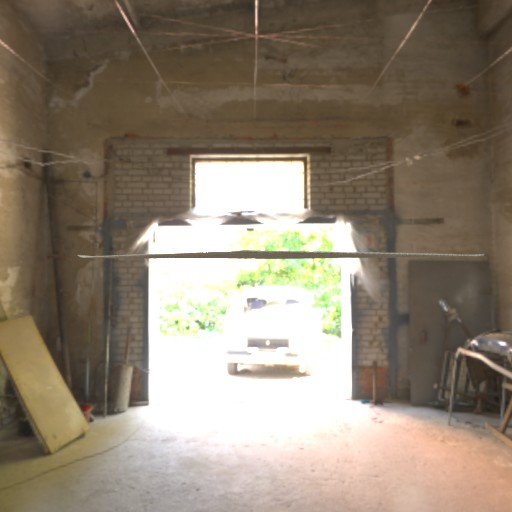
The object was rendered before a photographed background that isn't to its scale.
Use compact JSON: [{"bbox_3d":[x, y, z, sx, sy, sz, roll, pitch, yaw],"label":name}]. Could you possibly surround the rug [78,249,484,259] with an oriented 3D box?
[{"bbox_3d":[0.000,0.000,3.921,2.277,0.035,2.897,1,-1,-36],"label":"rug"}]
